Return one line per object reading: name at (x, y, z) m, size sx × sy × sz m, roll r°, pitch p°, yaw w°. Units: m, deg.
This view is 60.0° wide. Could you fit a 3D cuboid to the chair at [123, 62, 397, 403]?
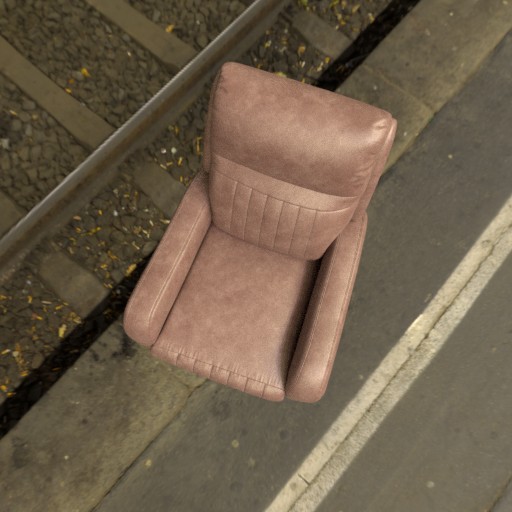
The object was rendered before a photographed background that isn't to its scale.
chair at (0.000, 0.000, 1.855) m, size 0.865 × 1.067 × 1.067 m, roll 19°, pitch 76°, yaw 5°
